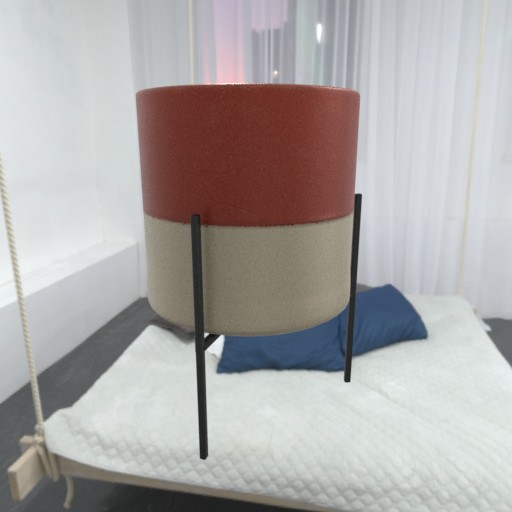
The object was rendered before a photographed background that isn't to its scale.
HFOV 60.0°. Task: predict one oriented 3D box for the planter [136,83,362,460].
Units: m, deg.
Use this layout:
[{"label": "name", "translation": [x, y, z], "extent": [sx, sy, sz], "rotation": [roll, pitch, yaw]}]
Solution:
[{"label": "planter", "translation": [0.000, 0.000, 0.518], "extent": [0.251, 0.354, 0.235], "rotation": [-2, 15, -9]}]
